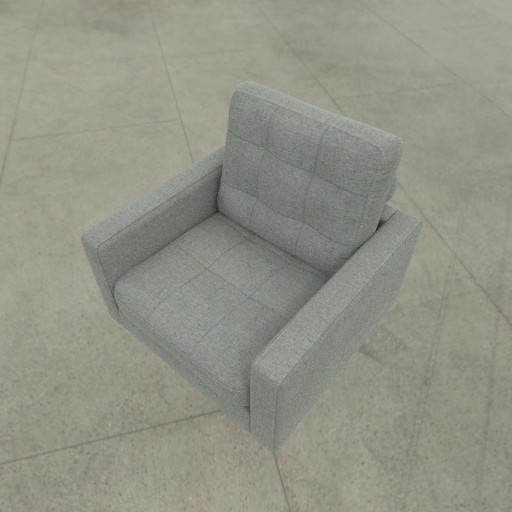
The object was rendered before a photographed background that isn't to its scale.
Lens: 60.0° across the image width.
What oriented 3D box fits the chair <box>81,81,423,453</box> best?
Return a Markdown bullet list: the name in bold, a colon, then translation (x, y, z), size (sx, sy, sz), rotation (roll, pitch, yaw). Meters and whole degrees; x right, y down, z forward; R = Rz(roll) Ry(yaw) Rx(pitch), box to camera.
- **chair**: translation (0.000, 0.000, 1.526), size (0.821, 0.880, 0.843), rotation (31, 54, 27)
